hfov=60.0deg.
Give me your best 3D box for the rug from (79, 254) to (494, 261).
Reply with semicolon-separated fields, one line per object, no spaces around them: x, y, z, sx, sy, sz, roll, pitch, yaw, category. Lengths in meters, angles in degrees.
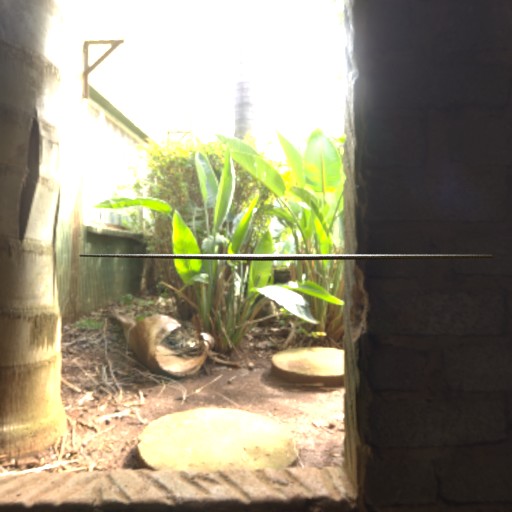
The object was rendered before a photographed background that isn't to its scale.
0.000;0.000;2.724;1.526;0.015;2.132;0;0;-37;rug
